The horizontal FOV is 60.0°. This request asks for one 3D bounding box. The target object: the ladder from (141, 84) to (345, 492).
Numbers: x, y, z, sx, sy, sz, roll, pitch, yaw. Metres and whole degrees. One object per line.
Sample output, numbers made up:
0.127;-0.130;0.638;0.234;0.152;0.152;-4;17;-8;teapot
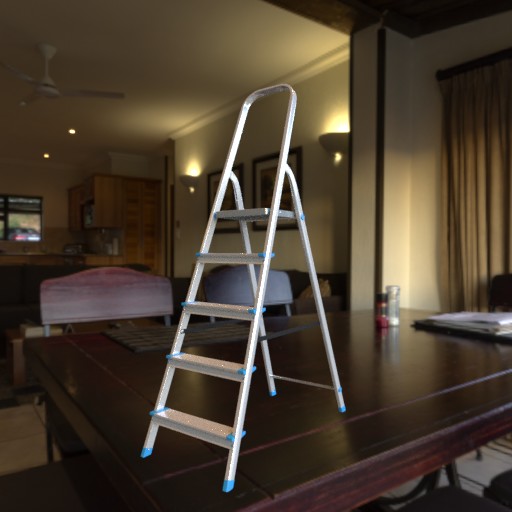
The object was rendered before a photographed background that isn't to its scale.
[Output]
0.000;0.000;2.083;0.468;1.648;0.990;1;1;36;ladder
